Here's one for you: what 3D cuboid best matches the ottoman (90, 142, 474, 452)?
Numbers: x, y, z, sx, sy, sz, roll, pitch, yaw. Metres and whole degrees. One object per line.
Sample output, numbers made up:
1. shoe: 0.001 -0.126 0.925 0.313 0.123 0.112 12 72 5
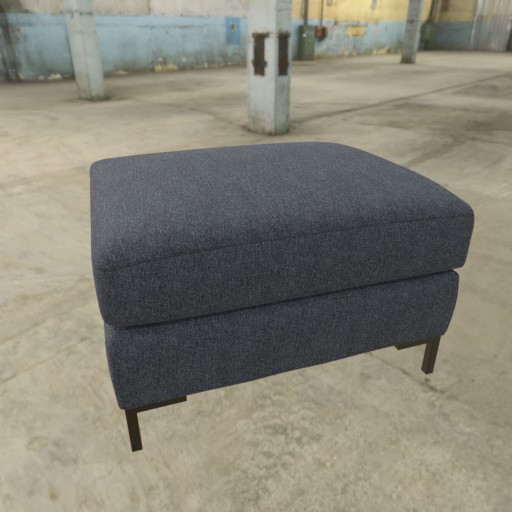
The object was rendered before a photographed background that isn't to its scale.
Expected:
1. ottoman: 0.000 0.000 1.242 0.831 0.533 0.695 -9 28 -17
